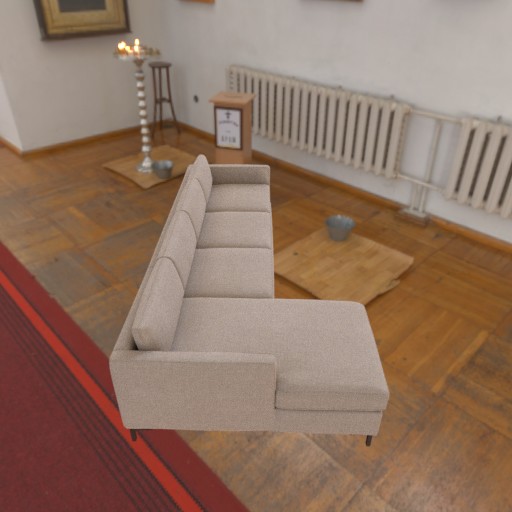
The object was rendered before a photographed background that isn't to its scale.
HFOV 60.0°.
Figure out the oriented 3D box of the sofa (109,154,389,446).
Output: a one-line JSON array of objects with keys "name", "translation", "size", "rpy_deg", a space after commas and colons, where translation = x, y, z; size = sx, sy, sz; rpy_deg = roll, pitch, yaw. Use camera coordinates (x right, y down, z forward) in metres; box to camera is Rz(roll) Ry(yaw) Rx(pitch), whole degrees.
[{"name": "sofa", "translation": [0.000, 0.000, 3.575], "size": [1.469, 0.816, 2.923], "rpy_deg": [0, 32, 1]}]
